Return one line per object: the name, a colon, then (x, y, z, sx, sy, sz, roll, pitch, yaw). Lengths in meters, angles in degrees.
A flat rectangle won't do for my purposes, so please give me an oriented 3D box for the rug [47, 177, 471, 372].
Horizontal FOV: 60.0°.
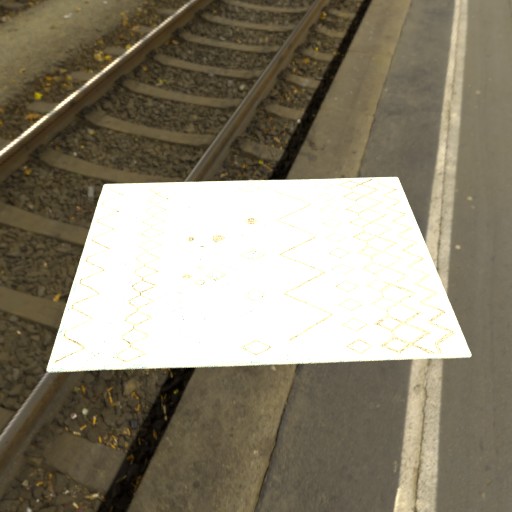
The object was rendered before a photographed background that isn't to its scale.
rug: (0.000, 0.000, 2.318, 1.820, 0.009, 1.260, -2, 48, -2)
